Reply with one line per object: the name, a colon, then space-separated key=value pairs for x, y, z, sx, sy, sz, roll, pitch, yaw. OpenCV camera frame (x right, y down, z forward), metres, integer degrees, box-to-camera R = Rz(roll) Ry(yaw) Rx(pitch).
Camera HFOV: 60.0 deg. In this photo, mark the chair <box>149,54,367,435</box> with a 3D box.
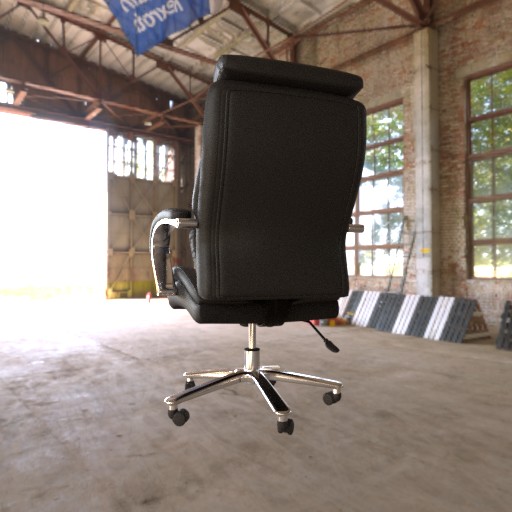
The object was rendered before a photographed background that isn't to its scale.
chair: x=0.000 y=0.000 z=1.706 sx=0.755 sy=1.183 sz=0.790 roll=0 pitch=-1 yaw=-18
